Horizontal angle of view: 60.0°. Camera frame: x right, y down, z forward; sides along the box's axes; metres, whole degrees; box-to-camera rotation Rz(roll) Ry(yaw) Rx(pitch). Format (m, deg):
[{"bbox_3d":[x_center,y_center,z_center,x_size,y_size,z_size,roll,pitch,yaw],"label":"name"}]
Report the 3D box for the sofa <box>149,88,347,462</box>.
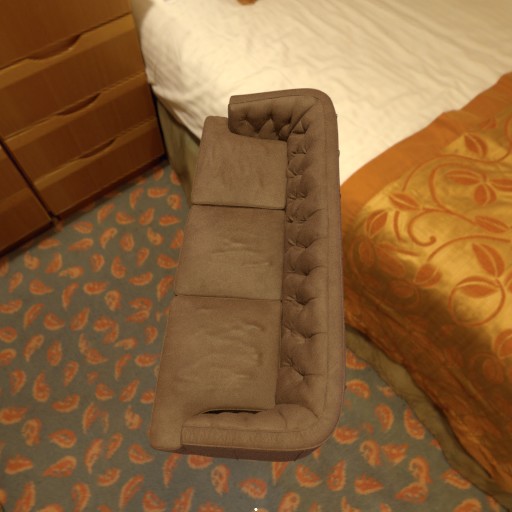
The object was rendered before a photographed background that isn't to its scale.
[{"bbox_3d":[0.000,0.000,2.676,0.927,0.787,2.227,3,60,2],"label":"sofa"}]
